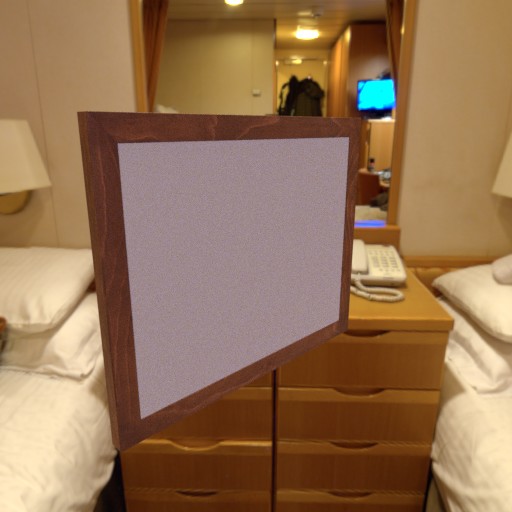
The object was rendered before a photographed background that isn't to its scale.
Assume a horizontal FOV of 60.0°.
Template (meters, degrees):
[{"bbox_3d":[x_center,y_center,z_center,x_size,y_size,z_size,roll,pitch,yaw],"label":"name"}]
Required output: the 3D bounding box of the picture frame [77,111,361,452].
[{"bbox_3d":[0.000,0.000,0.757,0.559,0.457,0.025,-15,22,-42],"label":"picture frame"}]
